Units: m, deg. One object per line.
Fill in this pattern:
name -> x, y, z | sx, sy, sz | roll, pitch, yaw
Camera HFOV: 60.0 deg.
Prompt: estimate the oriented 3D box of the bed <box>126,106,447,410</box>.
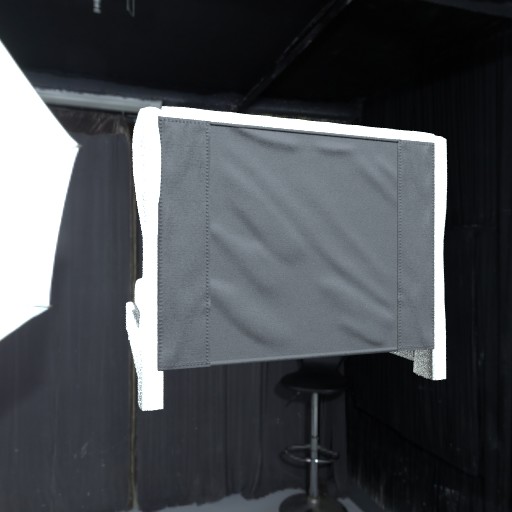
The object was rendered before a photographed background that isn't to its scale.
bed -> 0.000, 0.000, 3.975 | 2.219, 1.771, 2.347 | 0, 0, -18
